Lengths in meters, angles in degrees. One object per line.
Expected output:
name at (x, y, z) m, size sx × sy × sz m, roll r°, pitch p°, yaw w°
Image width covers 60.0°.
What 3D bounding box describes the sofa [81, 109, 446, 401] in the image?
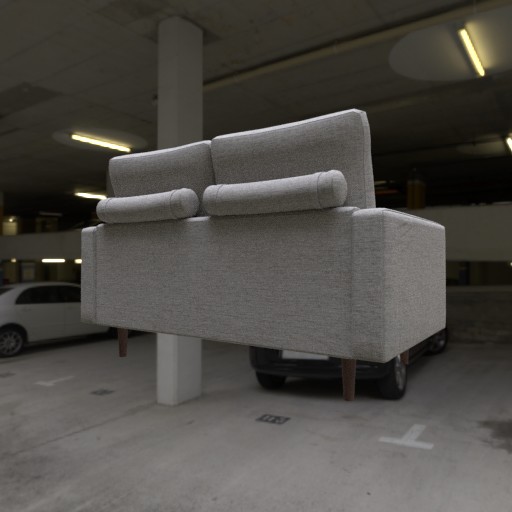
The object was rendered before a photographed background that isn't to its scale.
sofa at (0.000, 0.000, 1.933) m, size 1.407 × 0.907 × 0.842 m, roll 0°, pitch 0°, yaw 35°
